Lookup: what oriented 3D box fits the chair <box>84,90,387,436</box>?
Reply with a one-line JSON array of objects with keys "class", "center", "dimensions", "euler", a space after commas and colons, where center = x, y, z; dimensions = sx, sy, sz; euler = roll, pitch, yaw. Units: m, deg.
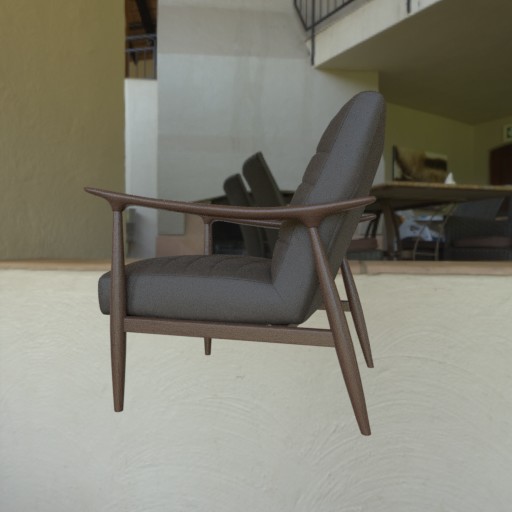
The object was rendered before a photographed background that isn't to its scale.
[{"class": "chair", "center": [0.000, 0.000, 1.432], "dimensions": [0.798, 0.831, 0.741], "euler": [0, 1, 15]}]
